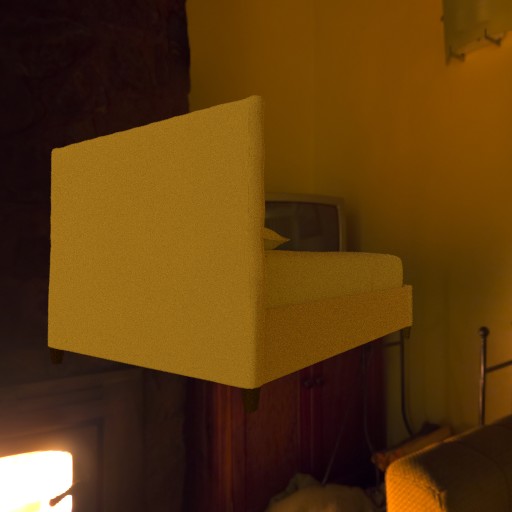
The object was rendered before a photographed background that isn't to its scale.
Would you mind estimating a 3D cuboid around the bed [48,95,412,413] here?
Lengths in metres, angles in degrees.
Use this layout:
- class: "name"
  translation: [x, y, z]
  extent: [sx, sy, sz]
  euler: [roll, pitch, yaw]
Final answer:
- class: "bed"
  translation: [0.000, 0.000, 3.397]
  extent: [1.698, 1.427, 2.387]
  euler: [0, -1, 36]
